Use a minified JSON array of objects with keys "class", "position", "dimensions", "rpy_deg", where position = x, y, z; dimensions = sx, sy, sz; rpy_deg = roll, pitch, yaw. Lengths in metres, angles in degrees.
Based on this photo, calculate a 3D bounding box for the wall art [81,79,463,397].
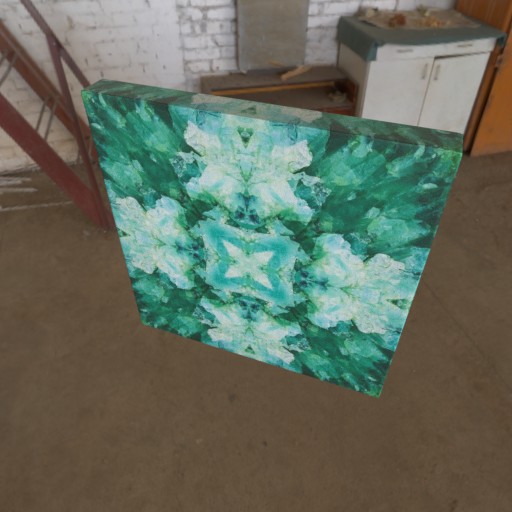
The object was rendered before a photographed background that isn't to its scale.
[{"class":"wall art","position":[0.000,0.000,0.457],"dimensions":[0.313,0.313,0.033],"rpy_deg":[14,44,15]}]
